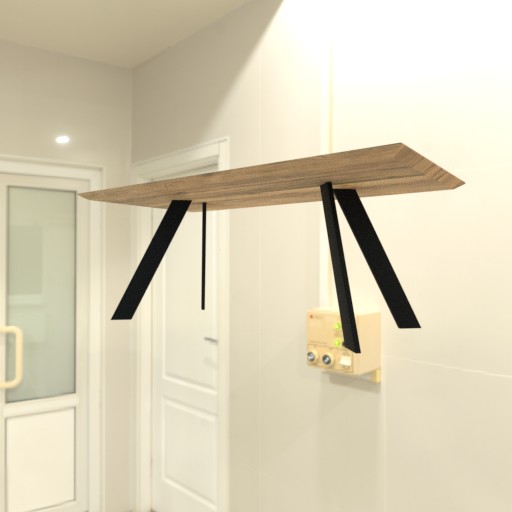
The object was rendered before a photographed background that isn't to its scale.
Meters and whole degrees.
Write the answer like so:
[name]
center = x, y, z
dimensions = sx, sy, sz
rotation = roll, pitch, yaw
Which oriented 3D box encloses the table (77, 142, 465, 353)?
[table]
center = 0.000, 0.000, 2.524
dimensions = 2.000, 0.770, 1.000
rotation = 0, 0, 37
